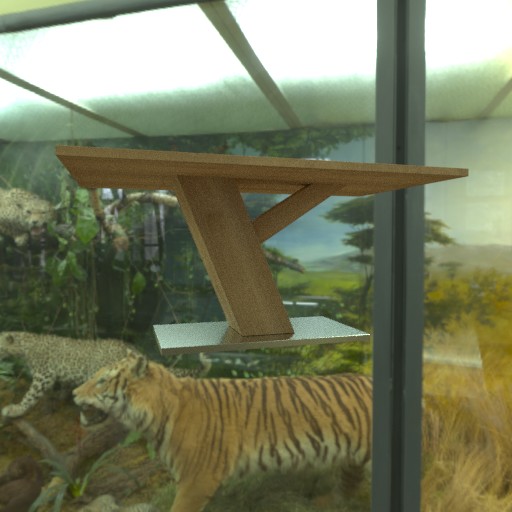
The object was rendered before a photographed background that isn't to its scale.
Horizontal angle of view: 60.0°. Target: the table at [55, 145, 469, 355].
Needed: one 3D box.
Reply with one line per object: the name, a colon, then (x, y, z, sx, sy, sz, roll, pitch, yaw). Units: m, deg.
table: (0.000, 0.000, 2.080, 1.600, 0.750, 0.900, -1, 2, -17)
